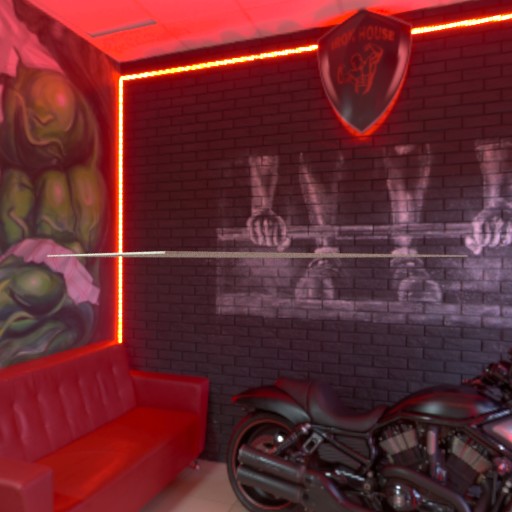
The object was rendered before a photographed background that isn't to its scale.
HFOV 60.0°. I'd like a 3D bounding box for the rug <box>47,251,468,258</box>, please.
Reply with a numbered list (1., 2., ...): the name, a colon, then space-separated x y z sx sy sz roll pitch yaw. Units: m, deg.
1. rug: 0.000 0.000 3.484 2.584 0.011 2.073 0 -1 -38
